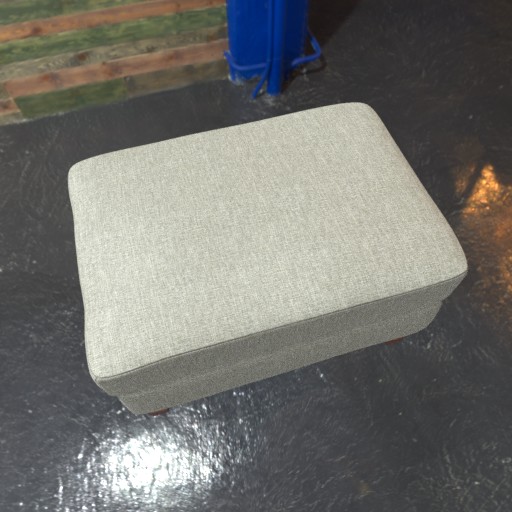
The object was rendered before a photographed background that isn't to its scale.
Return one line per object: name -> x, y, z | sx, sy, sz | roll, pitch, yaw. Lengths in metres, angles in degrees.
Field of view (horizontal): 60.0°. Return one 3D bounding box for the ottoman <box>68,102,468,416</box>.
ottoman -> 0.000, 0.000, 1.243 | 0.873, 0.494, 0.639 | -15, 60, -9
